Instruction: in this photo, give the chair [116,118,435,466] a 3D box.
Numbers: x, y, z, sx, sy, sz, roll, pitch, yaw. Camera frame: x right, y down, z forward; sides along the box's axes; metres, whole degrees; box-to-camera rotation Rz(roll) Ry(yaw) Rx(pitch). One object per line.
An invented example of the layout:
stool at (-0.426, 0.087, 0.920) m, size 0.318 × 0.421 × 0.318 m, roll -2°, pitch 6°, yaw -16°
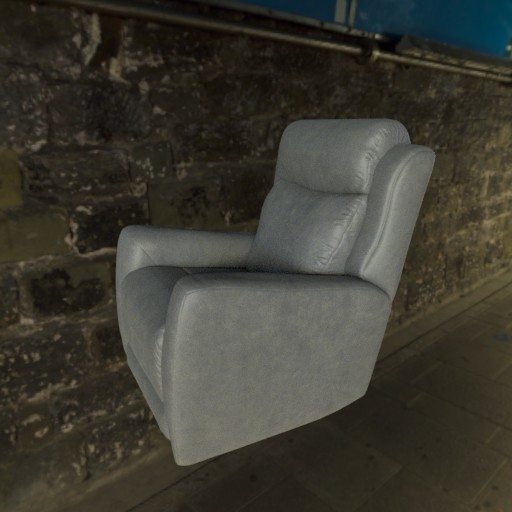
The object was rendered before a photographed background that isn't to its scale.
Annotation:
chair at (0.000, 0.000, 1.885) m, size 1.068 × 1.116 × 0.965 m, roll -8°, pitch 18°, yaw -25°
